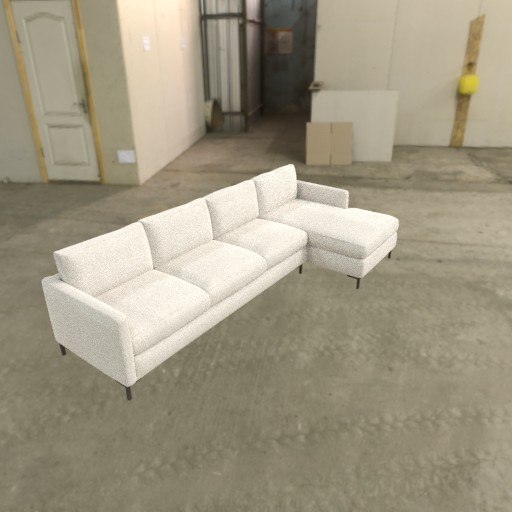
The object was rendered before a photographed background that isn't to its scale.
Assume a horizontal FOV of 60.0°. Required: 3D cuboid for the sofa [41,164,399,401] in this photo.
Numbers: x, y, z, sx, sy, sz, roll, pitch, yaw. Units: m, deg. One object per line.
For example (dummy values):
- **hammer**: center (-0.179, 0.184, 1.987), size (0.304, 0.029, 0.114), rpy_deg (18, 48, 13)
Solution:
- **sofa**: center (0.000, 0.000, 3.025), size (1.126, 0.677, 2.445), rpy_deg (18, 32, 32)
